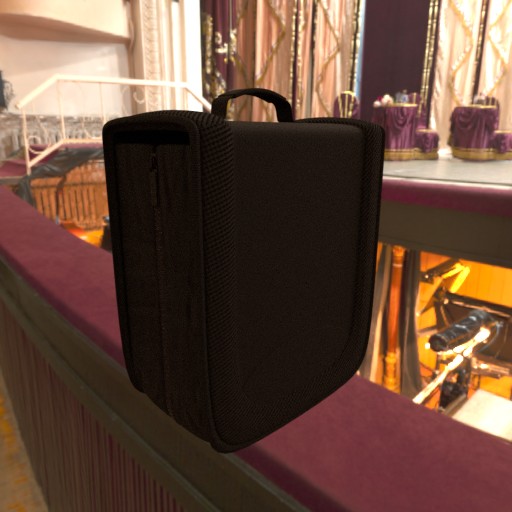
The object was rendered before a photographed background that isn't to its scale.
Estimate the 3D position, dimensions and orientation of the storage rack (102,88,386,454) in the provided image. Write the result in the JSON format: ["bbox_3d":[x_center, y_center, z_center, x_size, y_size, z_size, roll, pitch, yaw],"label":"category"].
[{"bbox_3d":[0.000,0.000,0.546,0.297,0.387,0.168,-14,21,-42],"label":"storage rack"}]
